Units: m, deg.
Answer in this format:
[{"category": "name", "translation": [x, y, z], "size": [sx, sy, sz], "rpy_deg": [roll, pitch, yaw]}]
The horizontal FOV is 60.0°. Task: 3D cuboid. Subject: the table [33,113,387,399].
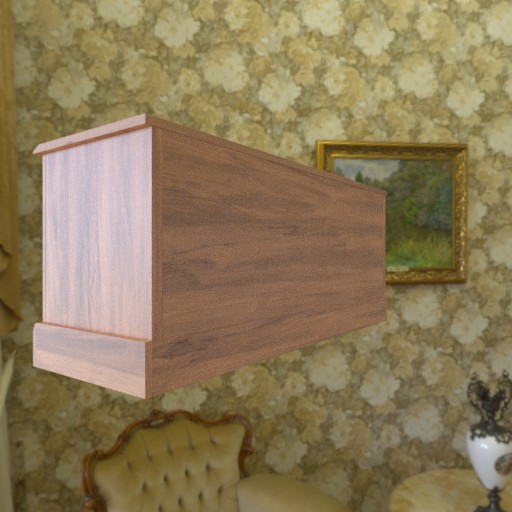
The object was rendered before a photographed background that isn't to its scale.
[{"category": "table", "translation": [0.000, 0.000, 1.391], "size": [0.400, 0.510, 1.200], "rpy_deg": [0, 0, 37]}]
